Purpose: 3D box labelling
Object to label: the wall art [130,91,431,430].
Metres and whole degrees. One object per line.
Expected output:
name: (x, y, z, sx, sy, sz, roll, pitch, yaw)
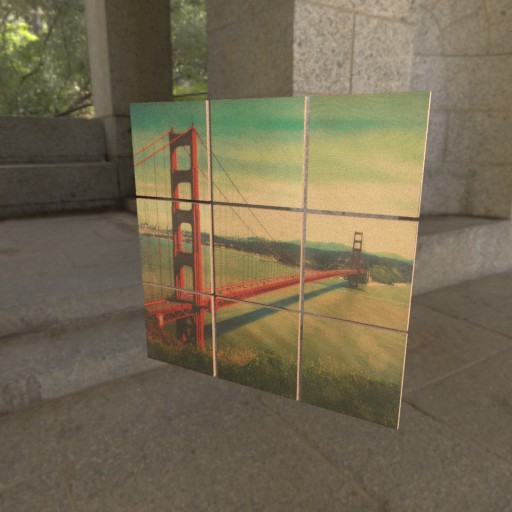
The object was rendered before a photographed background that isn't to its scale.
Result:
wall art: (0.000, 0.000, 1.797, 1.217, 1.207, 0.016, 8, 17, 27)
